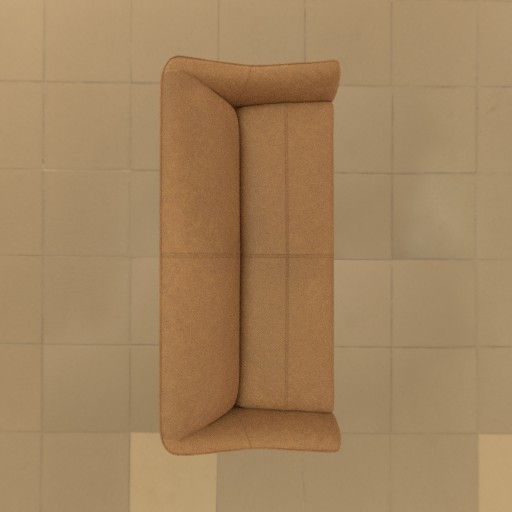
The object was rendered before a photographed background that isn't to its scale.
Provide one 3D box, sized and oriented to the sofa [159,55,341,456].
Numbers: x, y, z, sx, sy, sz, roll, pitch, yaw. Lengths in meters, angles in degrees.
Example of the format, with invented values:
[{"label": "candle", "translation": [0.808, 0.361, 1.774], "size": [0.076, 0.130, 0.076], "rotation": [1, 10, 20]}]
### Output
[{"label": "sofa", "translation": [0.000, 0.000, 2.354], "size": [0.869, 0.830, 1.928], "rotation": [0, 89, -1]}]
